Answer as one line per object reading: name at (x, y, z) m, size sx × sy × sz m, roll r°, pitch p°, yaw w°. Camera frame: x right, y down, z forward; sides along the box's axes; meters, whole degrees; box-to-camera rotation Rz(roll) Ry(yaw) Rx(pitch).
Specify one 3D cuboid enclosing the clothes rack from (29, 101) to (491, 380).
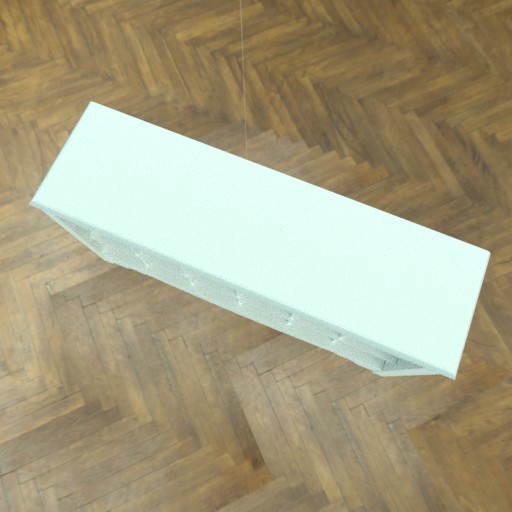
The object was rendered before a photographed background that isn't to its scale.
clothes rack at (0.000, 0.000, 1.354) m, size 1.120 × 0.531 × 0.324 m, roll 22°, pitch 75°, yaw 6°
